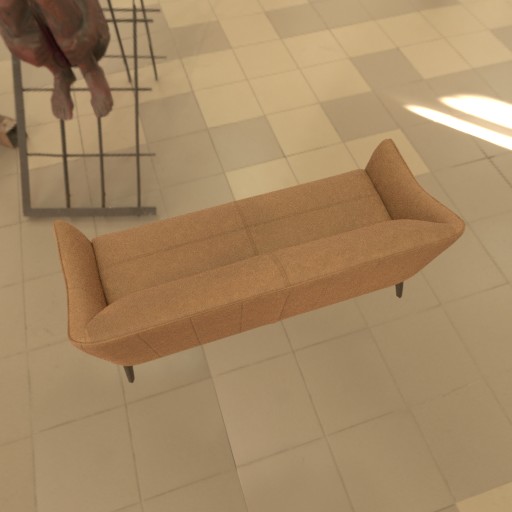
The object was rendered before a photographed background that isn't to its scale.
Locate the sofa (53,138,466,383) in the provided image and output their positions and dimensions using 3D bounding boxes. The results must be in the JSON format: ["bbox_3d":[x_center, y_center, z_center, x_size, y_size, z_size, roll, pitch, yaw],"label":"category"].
[{"bbox_3d":[0.000,0.000,2.382,1.928,0.830,0.869,-16,59,-10],"label":"sofa"}]
